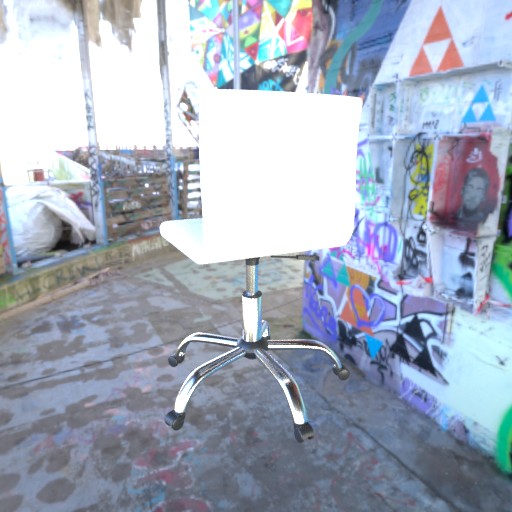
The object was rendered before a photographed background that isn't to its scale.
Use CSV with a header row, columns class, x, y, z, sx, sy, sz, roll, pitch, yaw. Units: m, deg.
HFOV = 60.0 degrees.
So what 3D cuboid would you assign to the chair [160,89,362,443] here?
class,x,y,z,sx,sy,sz,roll,pitch,yaw
chair,0.000,0.000,1.157,0.556,0.780,0.530,-7,16,-26
